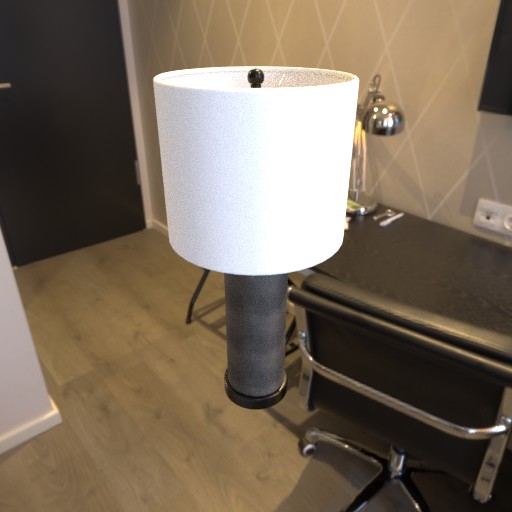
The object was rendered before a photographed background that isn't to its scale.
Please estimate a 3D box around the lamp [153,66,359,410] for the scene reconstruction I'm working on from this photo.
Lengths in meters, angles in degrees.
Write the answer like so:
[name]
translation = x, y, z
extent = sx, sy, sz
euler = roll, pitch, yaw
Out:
[lamp]
translation = 0.000, 0.000, 0.811
extent = 0.305, 0.634, 0.305
euler = 9, 29, 17
